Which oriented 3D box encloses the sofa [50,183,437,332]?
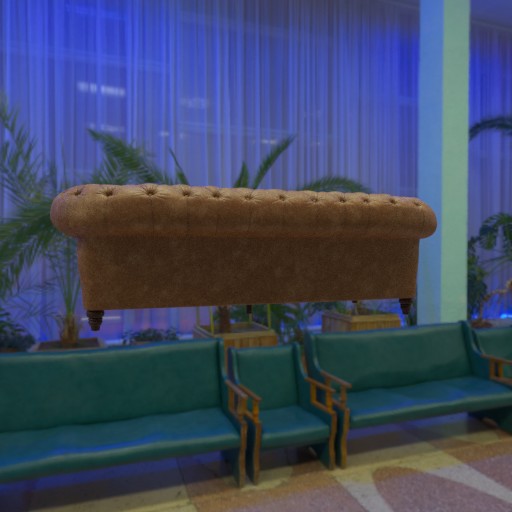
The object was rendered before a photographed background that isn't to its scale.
[{"bbox_3d":[0.000,0.000,2.760,2.365,0.760,0.989,0,1,-18],"label":"sofa"}]
